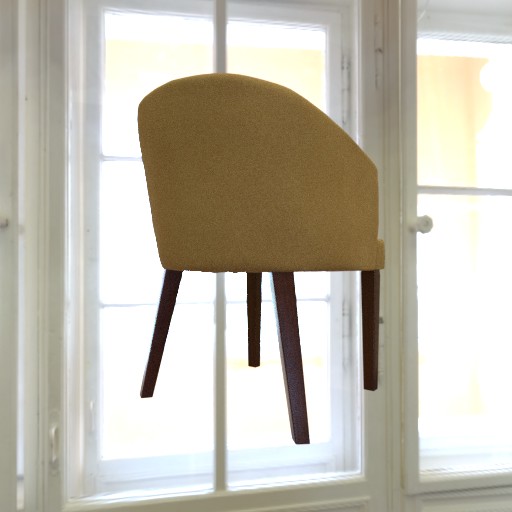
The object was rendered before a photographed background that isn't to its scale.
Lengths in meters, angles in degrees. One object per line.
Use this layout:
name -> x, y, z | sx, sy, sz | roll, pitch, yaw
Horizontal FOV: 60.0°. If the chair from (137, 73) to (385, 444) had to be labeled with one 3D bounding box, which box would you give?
chair -> 0.000, 0.000, 1.263 | 0.583, 0.811, 0.655 | 0, 0, 37
